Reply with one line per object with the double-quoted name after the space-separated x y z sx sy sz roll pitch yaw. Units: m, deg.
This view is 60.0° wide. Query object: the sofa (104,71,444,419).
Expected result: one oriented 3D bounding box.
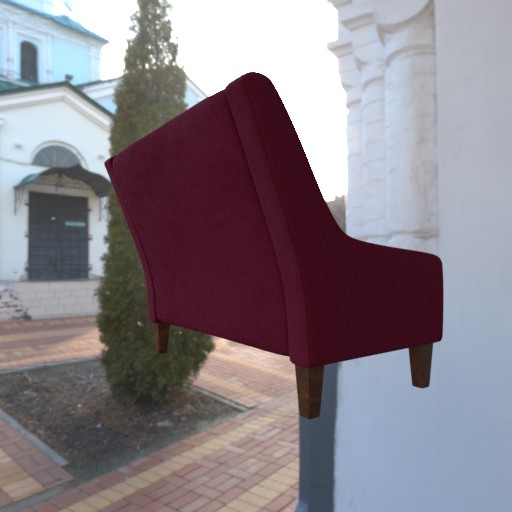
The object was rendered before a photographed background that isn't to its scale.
0.000 0.000 1.905 0.946 0.976 1.242 0 -1 -35 "sofa"
